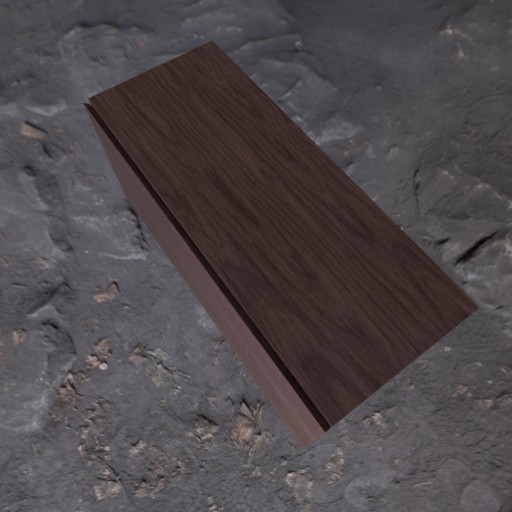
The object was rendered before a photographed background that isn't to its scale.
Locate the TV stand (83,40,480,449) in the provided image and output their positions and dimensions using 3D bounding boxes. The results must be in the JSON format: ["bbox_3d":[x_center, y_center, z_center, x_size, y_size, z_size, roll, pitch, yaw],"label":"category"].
[{"bbox_3d":[0.000,0.000,1.318,0.405,0.660,0.990,-33,68,-15],"label":"TV stand"}]
